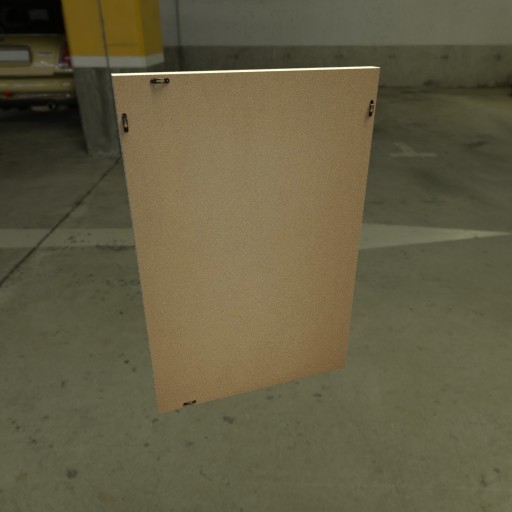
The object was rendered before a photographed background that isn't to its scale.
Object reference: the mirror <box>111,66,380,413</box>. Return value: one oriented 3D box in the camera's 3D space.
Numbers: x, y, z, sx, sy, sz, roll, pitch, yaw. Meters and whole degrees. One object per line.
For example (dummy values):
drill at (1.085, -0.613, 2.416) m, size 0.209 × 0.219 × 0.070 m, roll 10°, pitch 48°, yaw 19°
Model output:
mirror at (0.000, 0.000, 1.181) m, size 0.609 × 0.914 × 0.041 m, roll -9°, pitch 28°, yaw -17°
